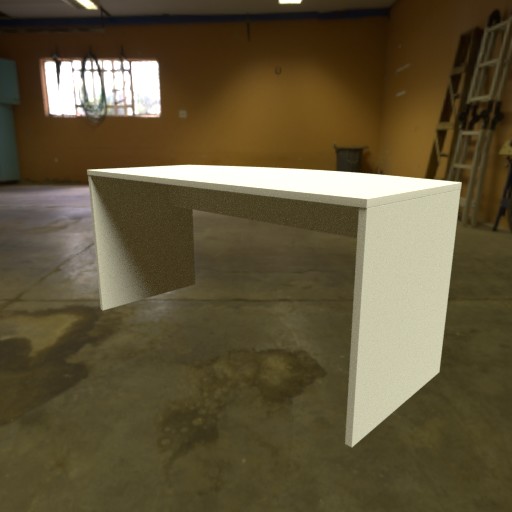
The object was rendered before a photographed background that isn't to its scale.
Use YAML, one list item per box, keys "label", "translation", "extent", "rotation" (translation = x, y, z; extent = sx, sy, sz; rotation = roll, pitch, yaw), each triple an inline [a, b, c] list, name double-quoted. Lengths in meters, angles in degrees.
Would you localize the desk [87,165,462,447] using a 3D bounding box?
- label: "desk"
  translation: [0.000, 0.000, 2.058]
  extent: [1.600, 0.750, 0.802]
  rotation: [14, 20, 43]
